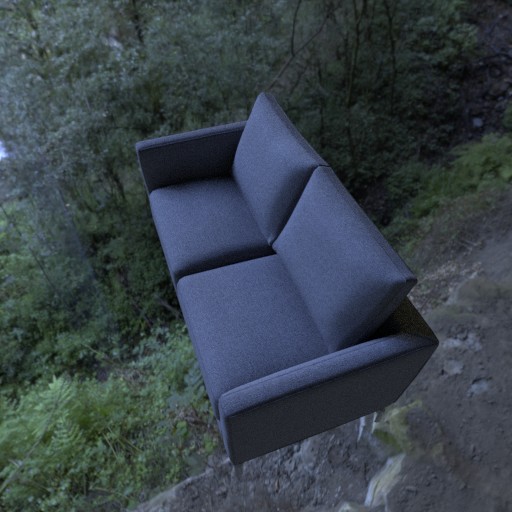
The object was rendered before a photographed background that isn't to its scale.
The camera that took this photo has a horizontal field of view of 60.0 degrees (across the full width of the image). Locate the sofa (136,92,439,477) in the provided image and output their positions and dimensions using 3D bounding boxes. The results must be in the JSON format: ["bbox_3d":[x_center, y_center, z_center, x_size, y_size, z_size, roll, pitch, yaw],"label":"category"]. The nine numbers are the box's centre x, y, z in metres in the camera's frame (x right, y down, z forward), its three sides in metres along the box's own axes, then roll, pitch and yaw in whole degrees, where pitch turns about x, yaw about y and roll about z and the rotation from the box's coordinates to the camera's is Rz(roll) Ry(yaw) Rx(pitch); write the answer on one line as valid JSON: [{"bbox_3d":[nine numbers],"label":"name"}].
[{"bbox_3d":[0.000,0.000,2.110,0.803,0.924,1.594,-15,50,-13],"label":"sofa"}]
